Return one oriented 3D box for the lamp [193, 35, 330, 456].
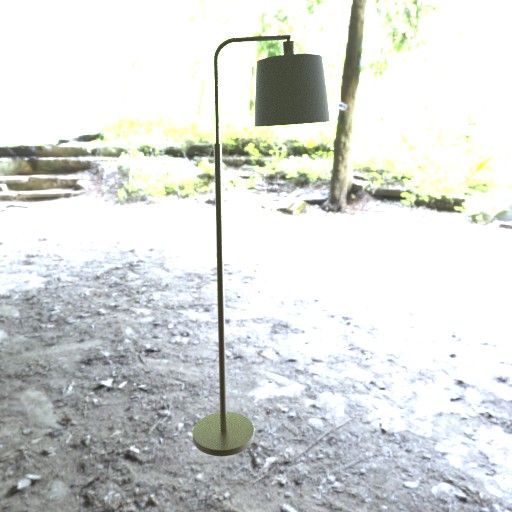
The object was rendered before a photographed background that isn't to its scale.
[{"bbox_3d":[0.000,0.000,1.611,0.508,1.478,0.254,-2,15,-9],"label":"lamp"}]
